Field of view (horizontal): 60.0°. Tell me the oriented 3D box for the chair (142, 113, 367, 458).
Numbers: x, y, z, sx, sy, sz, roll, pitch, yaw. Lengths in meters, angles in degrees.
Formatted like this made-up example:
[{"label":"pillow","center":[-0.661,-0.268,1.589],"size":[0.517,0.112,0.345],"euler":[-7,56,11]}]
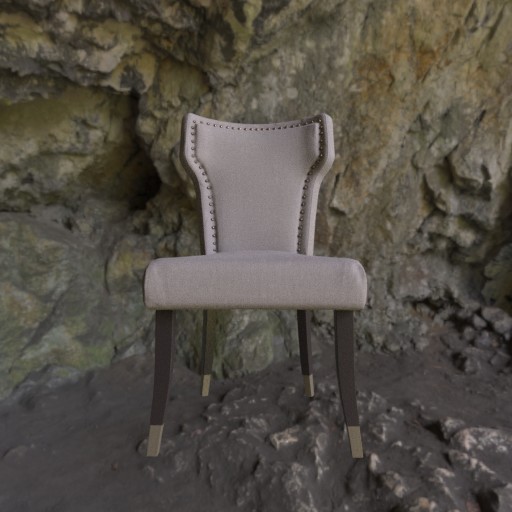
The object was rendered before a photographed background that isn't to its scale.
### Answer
[{"label":"chair","center":[0.000,0.000,1.313],"size":[0.526,0.955,0.630],"euler":[0,1,1]}]
